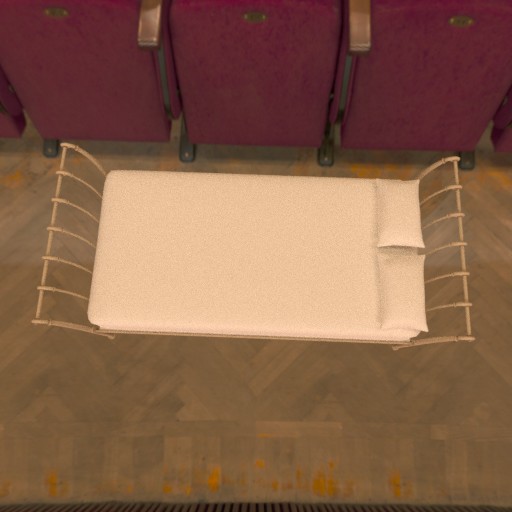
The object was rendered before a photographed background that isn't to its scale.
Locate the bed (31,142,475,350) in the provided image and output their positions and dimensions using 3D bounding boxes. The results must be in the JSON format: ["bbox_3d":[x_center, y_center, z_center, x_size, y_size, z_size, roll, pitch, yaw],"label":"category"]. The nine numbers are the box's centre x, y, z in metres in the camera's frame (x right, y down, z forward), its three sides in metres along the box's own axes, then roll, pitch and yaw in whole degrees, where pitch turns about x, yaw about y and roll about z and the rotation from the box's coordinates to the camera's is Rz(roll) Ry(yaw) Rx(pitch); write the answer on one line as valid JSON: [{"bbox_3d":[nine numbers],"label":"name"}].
[{"bbox_3d":[0.000,0.000,2.749,2.228,0.873,1.032,2,75,1],"label":"bed"}]
